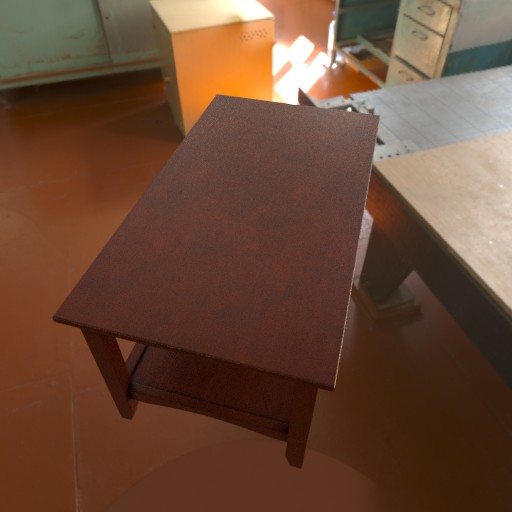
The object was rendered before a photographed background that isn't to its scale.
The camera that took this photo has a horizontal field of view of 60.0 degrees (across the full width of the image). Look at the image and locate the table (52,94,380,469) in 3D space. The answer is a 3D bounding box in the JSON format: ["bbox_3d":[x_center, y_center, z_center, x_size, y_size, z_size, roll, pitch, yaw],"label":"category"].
[{"bbox_3d":[0.000,0.000,1.259,0.533,0.456,0.943,11,47,11],"label":"table"}]
